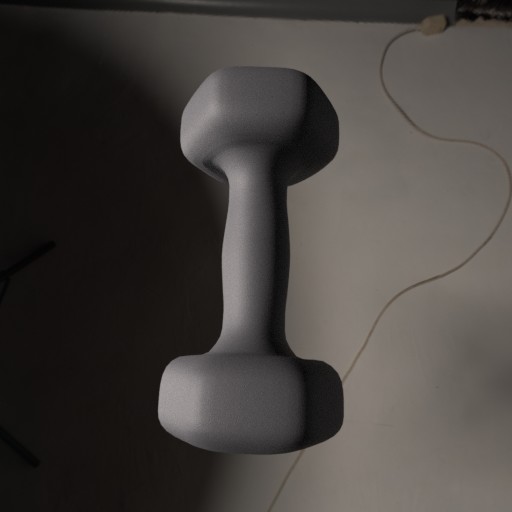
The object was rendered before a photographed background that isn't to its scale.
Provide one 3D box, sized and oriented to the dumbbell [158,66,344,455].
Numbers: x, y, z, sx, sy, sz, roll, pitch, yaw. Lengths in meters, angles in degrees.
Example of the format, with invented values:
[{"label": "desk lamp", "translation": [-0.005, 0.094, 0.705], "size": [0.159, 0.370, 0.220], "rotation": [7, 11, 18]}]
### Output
[{"label": "dumbbell", "translation": [0.000, 0.000, 0.297], "size": [0.116, 0.105, 0.240], "rotation": [2, 76, 1]}]
